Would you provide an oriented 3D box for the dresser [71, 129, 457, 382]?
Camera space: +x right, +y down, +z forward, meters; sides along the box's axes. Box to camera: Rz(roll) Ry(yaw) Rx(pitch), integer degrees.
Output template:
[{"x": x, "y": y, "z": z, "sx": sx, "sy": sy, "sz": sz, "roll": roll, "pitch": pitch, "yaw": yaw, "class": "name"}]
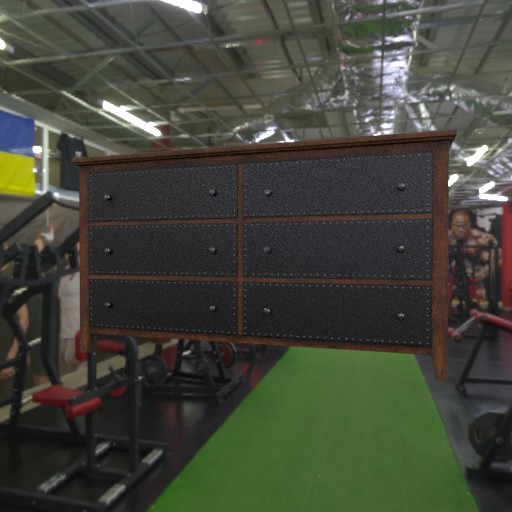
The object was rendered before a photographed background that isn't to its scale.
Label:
[{"x": 0.000, "y": 0.000, "z": 1.932, "sx": 1.551, "sy": 0.856, "sz": 0.463, "roll": 0, "pitch": 0, "yaw": 17, "class": "dresser"}]
